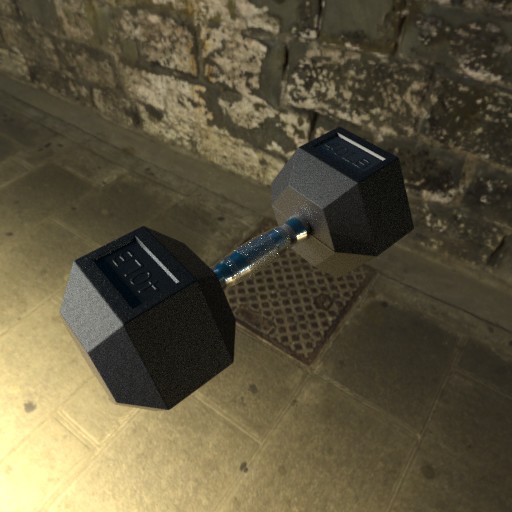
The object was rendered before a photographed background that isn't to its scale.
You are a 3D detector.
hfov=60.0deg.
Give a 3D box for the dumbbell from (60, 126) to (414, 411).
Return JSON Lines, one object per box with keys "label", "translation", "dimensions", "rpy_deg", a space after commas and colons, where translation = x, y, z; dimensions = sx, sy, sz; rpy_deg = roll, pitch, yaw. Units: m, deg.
{"label": "dumbbell", "translation": [0.000, 0.000, 0.442], "dimensions": [0.361, 0.137, 0.157], "rpy_deg": [-32, 54, -27]}
